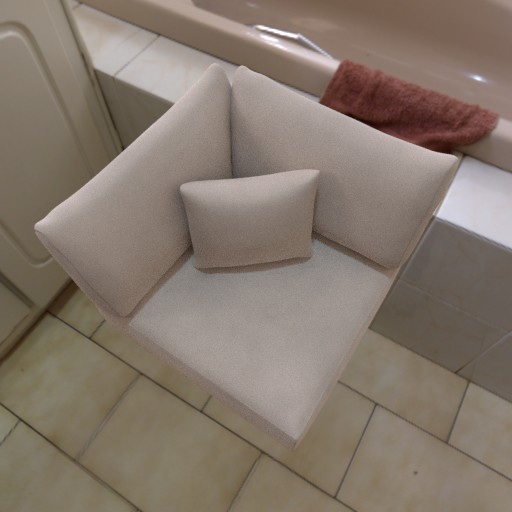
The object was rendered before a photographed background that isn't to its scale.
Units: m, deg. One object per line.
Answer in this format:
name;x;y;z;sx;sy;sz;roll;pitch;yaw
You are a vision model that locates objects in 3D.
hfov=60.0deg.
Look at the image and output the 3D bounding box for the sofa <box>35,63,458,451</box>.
sofa;0.000;0.000;1.728;1.000;0.820;1.000;30;64;16
